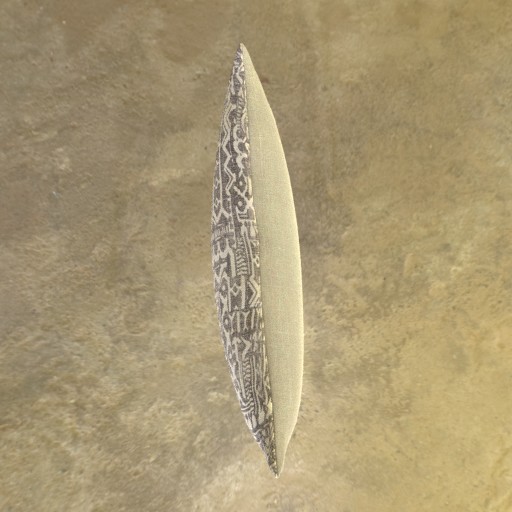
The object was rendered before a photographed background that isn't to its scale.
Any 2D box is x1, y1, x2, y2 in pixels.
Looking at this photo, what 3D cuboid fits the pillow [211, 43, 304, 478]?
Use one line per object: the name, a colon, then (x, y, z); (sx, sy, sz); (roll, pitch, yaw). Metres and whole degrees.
pillow: (0.000, 0.000, 0.737); (0.148, 0.290, 0.631); (-4, 76, -1)
